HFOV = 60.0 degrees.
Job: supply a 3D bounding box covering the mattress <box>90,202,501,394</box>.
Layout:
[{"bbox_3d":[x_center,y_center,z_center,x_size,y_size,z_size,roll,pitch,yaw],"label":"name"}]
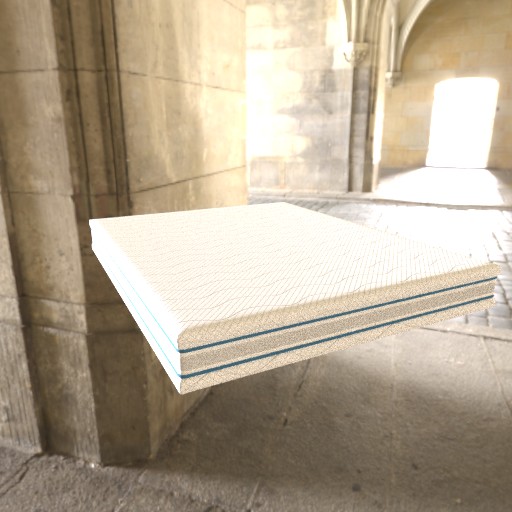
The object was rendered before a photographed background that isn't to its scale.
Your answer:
[{"bbox_3d":[0.000,0.000,2.635,1.600,0.230,2.000,-8,19,-26],"label":"mattress"}]
